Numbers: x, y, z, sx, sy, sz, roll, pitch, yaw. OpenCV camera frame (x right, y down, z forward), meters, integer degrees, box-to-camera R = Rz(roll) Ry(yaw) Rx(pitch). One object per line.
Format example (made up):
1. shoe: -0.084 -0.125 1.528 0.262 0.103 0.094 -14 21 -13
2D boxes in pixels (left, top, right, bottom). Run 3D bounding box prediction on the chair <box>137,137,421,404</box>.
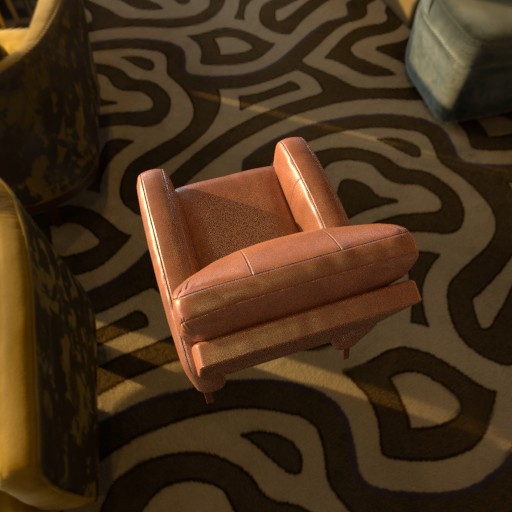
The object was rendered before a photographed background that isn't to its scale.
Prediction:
1. chair: 0.000 0.000 1.683 0.762 0.990 0.990 -15 60 -9
